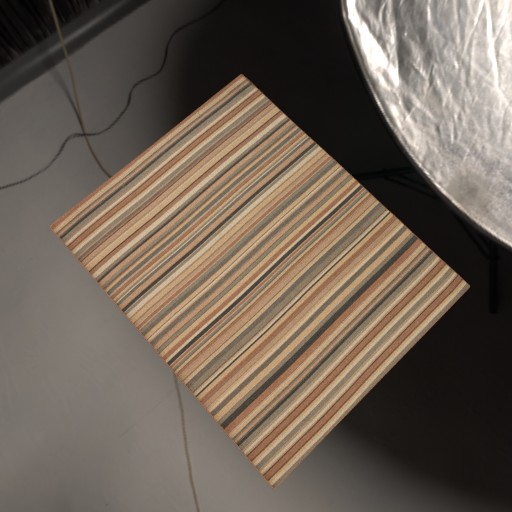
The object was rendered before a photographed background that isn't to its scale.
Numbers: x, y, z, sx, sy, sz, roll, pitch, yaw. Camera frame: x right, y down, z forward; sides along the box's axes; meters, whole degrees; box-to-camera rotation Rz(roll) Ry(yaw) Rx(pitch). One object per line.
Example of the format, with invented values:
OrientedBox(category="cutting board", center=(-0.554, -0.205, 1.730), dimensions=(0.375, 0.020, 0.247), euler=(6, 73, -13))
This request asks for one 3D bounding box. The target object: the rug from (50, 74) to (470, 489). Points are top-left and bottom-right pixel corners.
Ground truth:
OrientedBox(category="rug", center=(0.000, 0.000, 4.057), dimensions=(2.436, 0.011, 3.045), euler=(-42, 79, -10))
